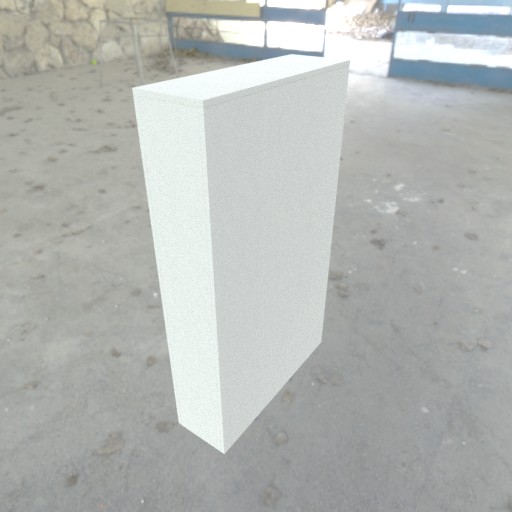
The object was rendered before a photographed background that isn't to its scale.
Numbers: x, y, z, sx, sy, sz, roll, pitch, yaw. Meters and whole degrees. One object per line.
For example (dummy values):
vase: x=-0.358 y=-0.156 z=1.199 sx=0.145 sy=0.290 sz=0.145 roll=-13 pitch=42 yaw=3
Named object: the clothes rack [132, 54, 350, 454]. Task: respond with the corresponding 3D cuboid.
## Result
clothes rack: x=0.000 y=0.000 z=1.644 sx=0.250 sy=1.280 sz=0.750 roll=21 pitch=37 yaw=30
